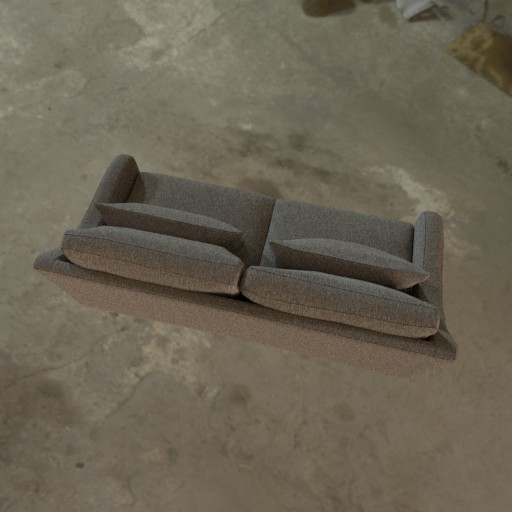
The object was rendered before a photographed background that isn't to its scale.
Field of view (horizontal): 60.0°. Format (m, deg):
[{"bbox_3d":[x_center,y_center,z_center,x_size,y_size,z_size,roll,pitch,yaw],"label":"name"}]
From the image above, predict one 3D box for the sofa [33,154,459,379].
[{"bbox_3d":[0.000,0.000,2.964,2.418,0.998,1.103,12,62,6],"label":"sofa"}]
